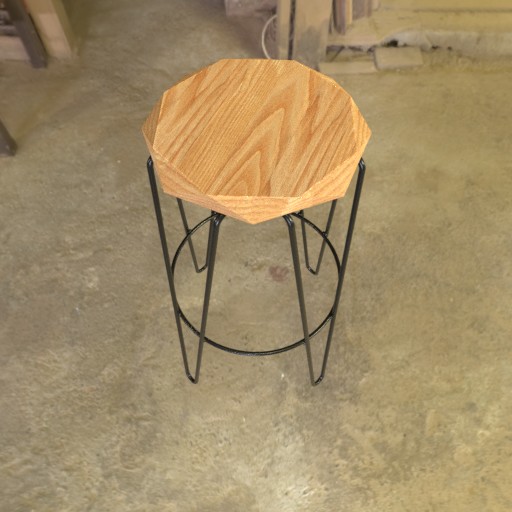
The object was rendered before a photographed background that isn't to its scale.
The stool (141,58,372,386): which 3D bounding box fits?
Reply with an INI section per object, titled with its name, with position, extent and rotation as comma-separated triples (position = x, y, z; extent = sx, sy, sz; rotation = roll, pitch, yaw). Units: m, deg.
[stool]
position = 0.000, 0.000, 0.788
extent = 0.326, 0.610, 0.326
rotation = 1, 58, 1
